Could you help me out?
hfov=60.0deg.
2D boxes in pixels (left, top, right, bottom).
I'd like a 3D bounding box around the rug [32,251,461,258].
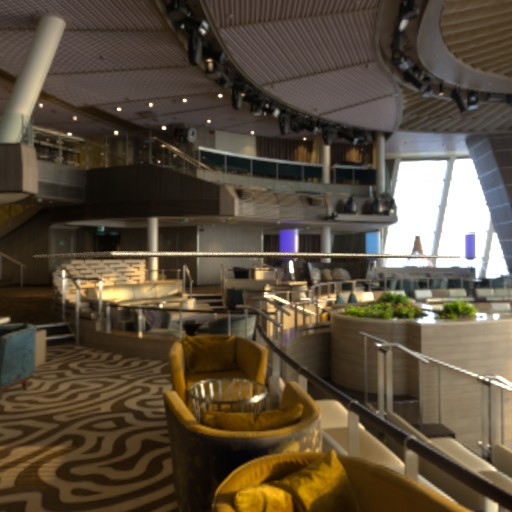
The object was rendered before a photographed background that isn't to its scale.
[{"bbox_3d":[0.000,0.000,3.011,2.498,0.022,1.535,0,-1,-37],"label":"rug"}]
